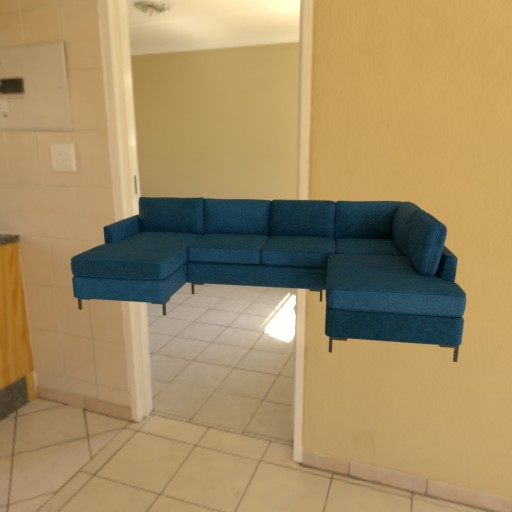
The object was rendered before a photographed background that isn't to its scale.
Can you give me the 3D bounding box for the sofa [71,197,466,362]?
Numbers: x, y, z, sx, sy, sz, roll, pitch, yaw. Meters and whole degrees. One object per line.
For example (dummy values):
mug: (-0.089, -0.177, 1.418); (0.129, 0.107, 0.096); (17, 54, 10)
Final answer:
sofa: (0.000, 0.000, 4.409); (3.434, 0.992, 2.055); (2, 14, 10)
